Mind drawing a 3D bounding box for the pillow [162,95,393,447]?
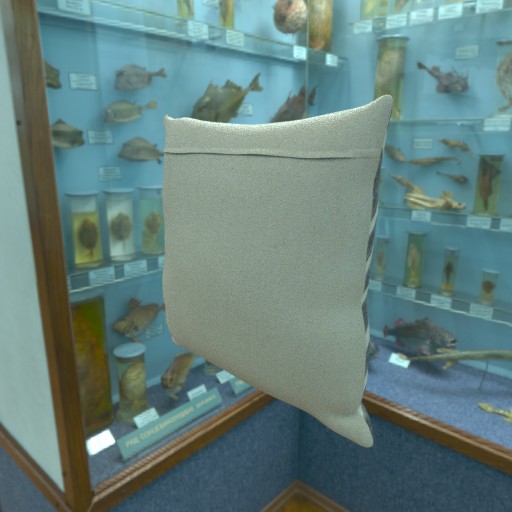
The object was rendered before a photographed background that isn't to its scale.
[{"bbox_3d":[0.000,0.000,0.679,0.440,0.441,0.182,14,20,42],"label":"pillow"}]
